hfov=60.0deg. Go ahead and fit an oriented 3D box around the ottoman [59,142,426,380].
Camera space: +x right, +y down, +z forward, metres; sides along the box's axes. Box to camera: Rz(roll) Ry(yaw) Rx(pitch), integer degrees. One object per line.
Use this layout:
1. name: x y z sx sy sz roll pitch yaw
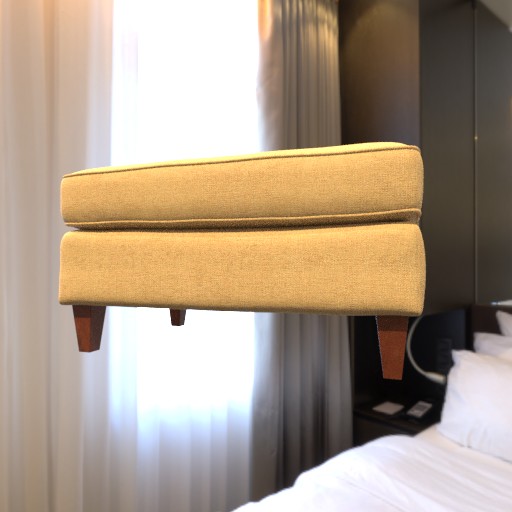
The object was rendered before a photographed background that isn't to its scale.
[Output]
1. ottoman: 0.000 0.000 1.218 0.862 0.484 0.583 0 0 19
